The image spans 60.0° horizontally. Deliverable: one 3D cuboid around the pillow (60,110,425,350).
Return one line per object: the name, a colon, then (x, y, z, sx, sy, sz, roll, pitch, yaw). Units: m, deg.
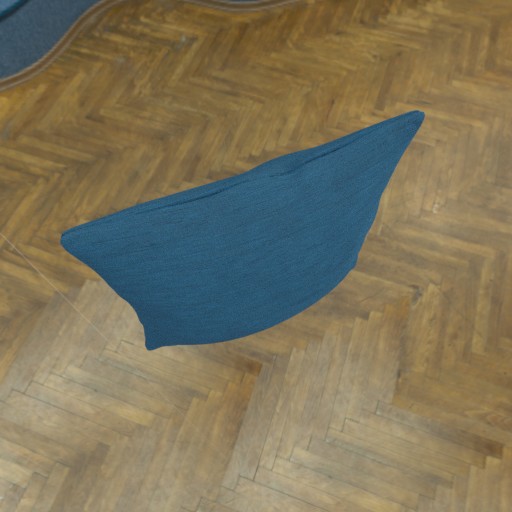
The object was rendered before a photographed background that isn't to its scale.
pillow: (0.000, 0.000, 0.669, 0.437, 0.420, 0.177, -21, 64, -11)
